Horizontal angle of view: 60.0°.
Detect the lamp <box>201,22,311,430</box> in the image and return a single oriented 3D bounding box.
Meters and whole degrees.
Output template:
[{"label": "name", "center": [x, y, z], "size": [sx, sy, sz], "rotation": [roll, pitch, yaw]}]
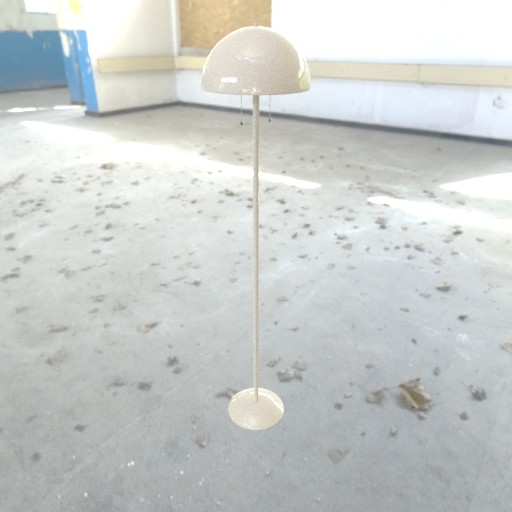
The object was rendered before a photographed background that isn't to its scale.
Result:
[{"label": "lamp", "center": [0.000, 0.000, 1.589], "size": [0.328, 1.480, 0.328], "rotation": [18, 32, 32]}]
